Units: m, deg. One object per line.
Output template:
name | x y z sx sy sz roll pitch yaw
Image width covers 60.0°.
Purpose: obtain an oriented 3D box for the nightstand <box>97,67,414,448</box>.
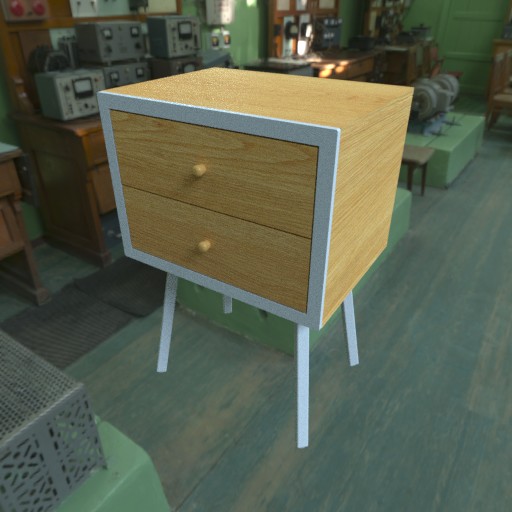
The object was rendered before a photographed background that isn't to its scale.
nightstand | 0.000 0.000 0.844 0.400 0.601 0.316 18 35 28
